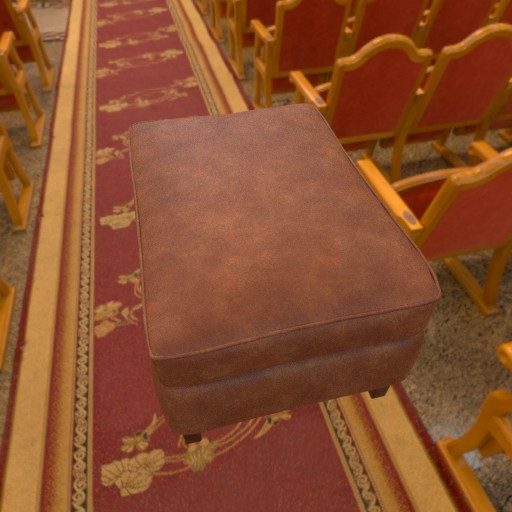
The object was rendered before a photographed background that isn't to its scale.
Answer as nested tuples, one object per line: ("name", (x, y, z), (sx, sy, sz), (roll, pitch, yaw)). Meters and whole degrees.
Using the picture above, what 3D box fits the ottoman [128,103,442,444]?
("ottoman", (0.000, 0.000, 0.982), (0.501, 0.418, 0.665), (-10, 47, -10))
